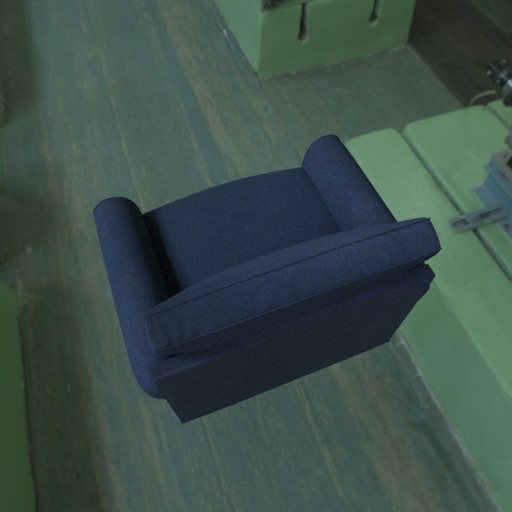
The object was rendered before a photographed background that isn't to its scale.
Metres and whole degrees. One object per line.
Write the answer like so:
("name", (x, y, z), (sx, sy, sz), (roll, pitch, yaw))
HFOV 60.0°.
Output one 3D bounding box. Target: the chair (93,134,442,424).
("chair", (0.000, 0.000, 2.033), (1.285, 1.044, 0.963), (-19, 61, -11))
